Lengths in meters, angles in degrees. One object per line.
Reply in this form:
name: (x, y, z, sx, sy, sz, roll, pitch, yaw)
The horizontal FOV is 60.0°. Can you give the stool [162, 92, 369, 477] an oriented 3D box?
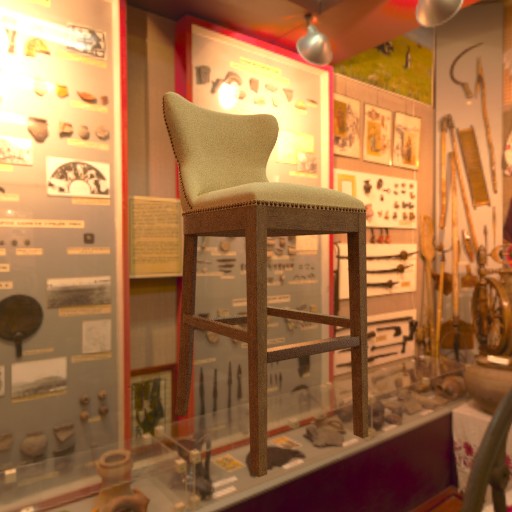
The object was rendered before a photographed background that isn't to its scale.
stool: (0.000, 0.000, 1.488, 0.494, 1.123, 0.606, -1, 1, -36)
